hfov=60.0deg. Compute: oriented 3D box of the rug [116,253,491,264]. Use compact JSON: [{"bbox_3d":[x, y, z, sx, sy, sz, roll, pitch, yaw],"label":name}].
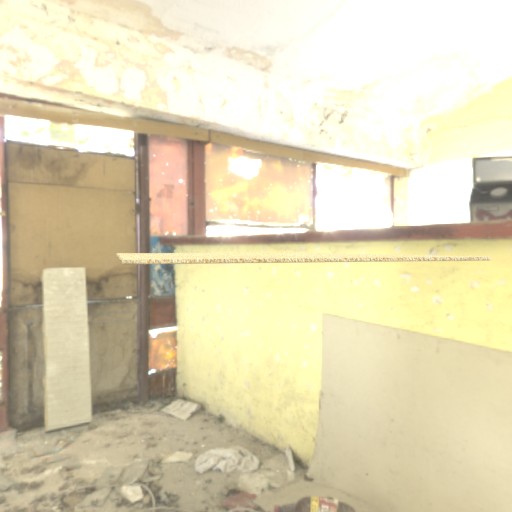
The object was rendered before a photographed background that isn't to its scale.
[{"bbox_3d":[0.000,0.000,4.042,2.401,0.025,3.001,0,1,-18],"label":"rug"}]
